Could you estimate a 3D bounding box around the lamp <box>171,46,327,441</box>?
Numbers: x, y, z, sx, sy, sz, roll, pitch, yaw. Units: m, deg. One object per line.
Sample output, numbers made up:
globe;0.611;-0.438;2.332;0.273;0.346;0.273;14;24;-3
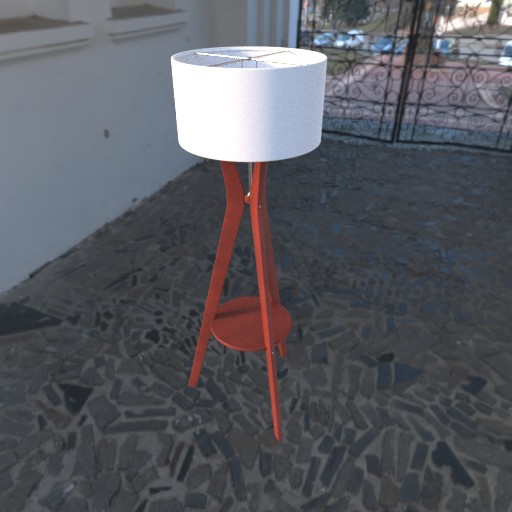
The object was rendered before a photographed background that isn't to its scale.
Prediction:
lamp;0.000;0.000;1.766;0.539;1.472;0.542;21;37;30
